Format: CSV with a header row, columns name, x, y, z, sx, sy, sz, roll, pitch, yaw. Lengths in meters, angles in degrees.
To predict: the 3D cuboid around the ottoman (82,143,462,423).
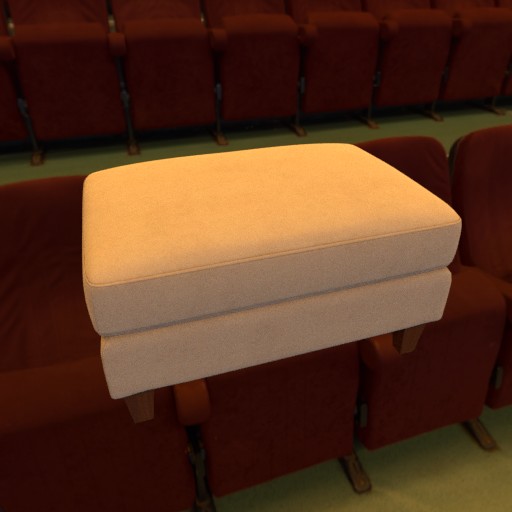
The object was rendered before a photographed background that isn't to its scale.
name,x,y,z,sx,sy,sz,roll,pitch,yaw
ottoman,0.000,0.000,1.226,0.864,0.483,0.584,-10,34,-15
